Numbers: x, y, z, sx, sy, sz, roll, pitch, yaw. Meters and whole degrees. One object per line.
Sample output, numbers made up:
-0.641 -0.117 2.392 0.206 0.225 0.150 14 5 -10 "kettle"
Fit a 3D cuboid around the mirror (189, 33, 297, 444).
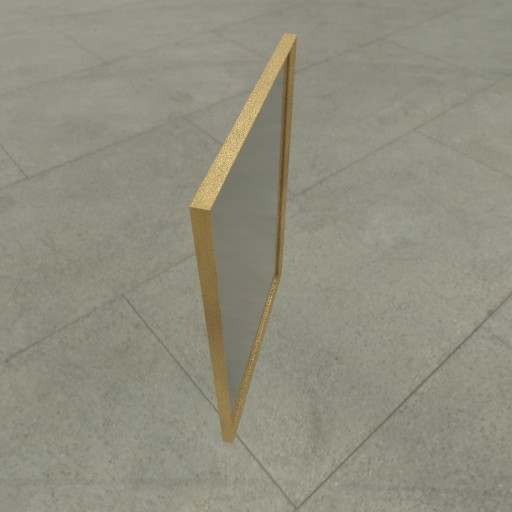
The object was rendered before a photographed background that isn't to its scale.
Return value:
0.000 0.000 1.348 0.041 1.016 0.762 11 48 10 "mirror"
